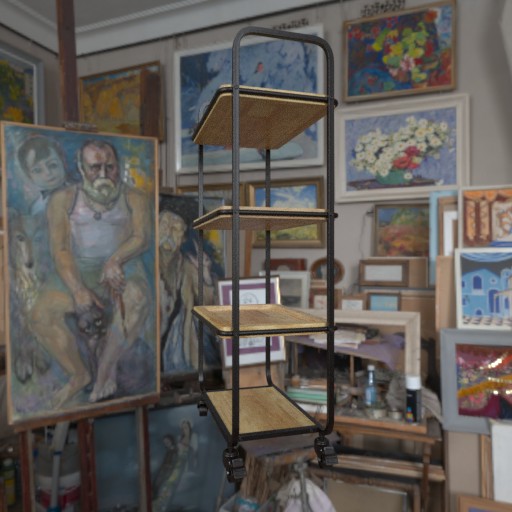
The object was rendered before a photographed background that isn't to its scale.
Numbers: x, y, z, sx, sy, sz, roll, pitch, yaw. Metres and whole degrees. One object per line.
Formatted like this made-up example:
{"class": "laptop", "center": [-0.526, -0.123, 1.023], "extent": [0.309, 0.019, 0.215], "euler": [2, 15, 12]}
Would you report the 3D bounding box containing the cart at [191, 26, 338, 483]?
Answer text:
{"class": "cart", "center": [0.000, 0.000, 1.306], "extent": [0.321, 1.080, 0.545], "euler": [0, 0, -16]}
